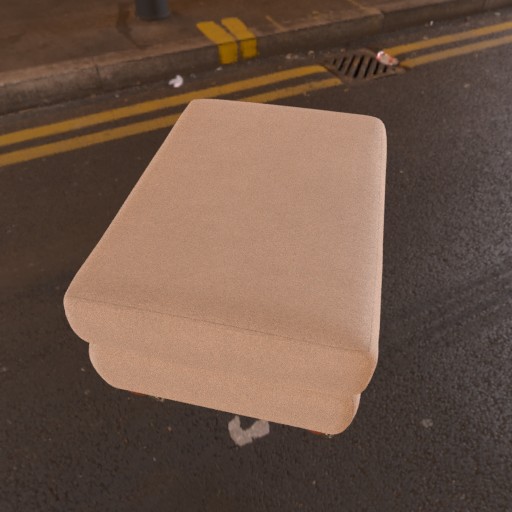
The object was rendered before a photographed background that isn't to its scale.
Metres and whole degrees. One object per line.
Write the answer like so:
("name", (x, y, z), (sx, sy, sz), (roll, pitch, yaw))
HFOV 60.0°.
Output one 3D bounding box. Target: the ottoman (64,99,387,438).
("ottoman", (0.000, 0.000, 1.126), (0.569, 0.499, 0.773), (9, 48, 9))
